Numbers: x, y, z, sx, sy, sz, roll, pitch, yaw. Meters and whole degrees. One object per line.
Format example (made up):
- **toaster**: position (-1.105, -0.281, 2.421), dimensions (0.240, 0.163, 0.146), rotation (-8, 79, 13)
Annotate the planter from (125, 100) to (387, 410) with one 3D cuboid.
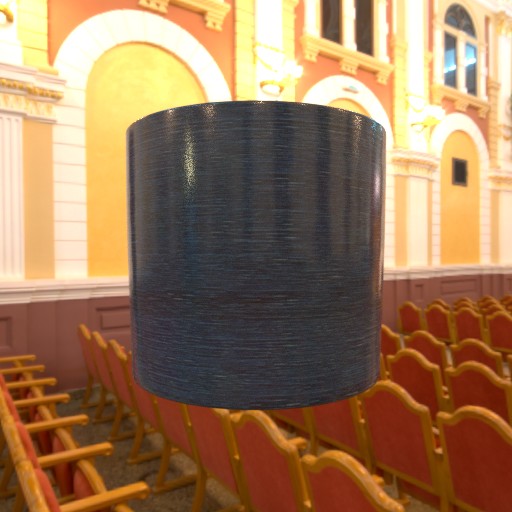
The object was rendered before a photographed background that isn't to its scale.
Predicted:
- **planter**: position (0.000, 0.000, 0.393), dimensions (0.221, 0.201, 0.221), rotation (0, 1, 0)
